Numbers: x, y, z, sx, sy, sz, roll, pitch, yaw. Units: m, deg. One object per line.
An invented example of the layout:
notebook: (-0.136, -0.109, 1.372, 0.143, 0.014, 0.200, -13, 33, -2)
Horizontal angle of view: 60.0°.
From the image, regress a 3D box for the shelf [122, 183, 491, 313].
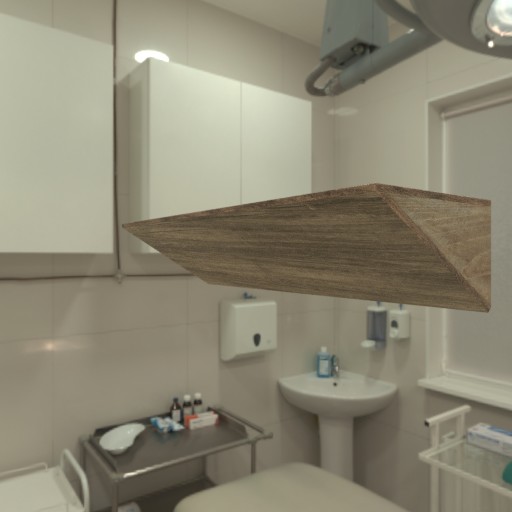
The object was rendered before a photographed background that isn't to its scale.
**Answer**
shelf: (0.000, 0.000, 0.679, 0.200, 0.125, 0.610, 0, 0, -36)
